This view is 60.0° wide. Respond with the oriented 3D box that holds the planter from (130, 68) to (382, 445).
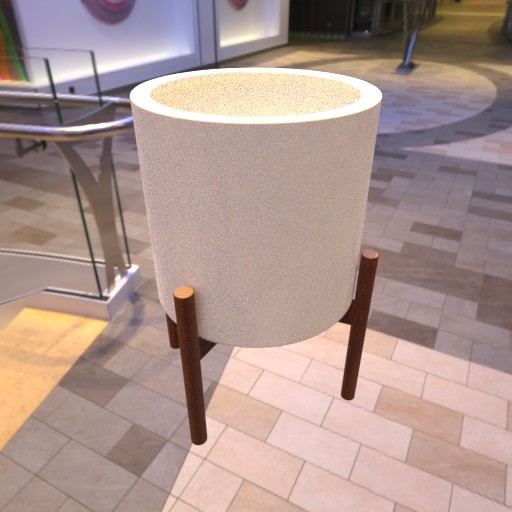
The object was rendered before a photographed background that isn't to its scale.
[{"bbox_3d":[0.000,0.000,0.930,0.417,0.670,0.417,-10,33,-16],"label":"planter"}]
